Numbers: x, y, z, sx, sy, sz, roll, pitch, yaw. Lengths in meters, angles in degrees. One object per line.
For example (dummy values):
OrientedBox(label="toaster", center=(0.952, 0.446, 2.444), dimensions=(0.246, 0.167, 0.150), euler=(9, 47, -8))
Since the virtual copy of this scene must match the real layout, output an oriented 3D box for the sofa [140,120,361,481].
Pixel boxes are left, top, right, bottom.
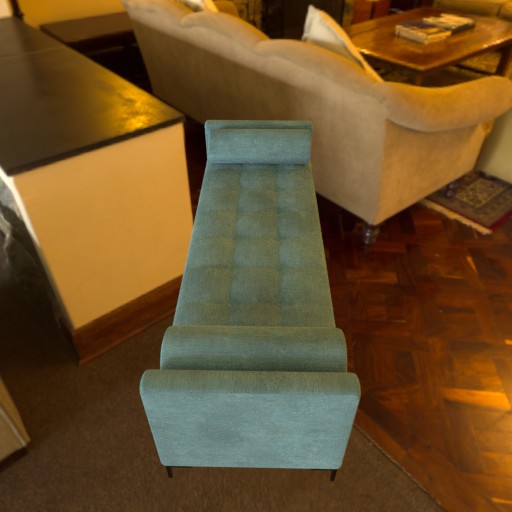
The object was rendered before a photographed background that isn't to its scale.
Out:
OrientedBox(label="sofa", center=(0.000, 0.000, 2.287), dimensions=(0.686, 0.635, 1.981), euler=(1, 41, 1))
